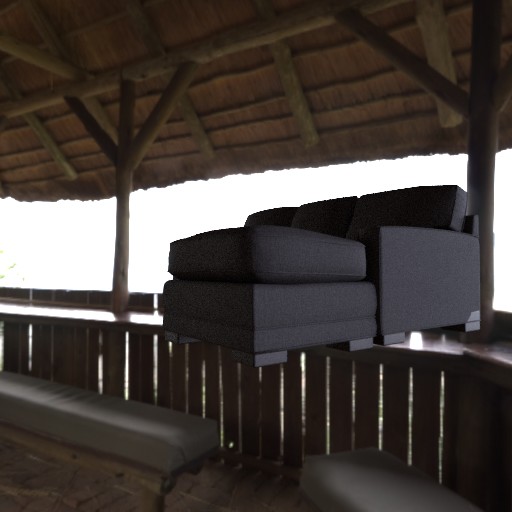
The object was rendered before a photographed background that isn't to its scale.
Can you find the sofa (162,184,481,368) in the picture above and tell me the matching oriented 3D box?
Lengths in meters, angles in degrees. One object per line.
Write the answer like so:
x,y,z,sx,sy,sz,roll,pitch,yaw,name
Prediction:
0.000,0.000,3.220,1.790,0.973,2.370,1,-2,-36,sofa
